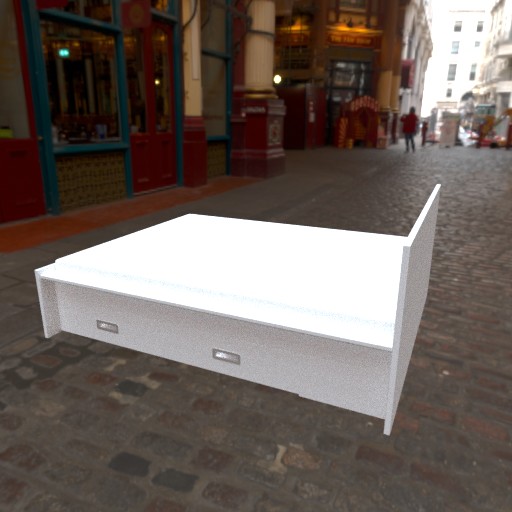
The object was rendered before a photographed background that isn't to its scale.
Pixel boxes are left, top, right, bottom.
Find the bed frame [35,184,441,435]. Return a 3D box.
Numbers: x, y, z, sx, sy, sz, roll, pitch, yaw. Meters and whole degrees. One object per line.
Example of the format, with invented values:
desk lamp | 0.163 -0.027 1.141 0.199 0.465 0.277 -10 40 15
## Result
bed frame | 0.000 0.000 2.773 1.960 0.800 1.622 8 19 24
